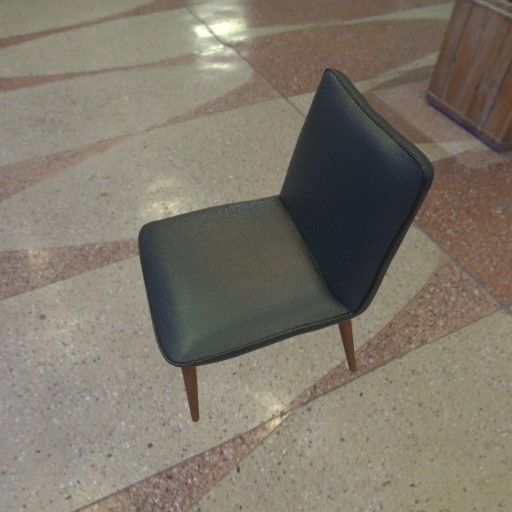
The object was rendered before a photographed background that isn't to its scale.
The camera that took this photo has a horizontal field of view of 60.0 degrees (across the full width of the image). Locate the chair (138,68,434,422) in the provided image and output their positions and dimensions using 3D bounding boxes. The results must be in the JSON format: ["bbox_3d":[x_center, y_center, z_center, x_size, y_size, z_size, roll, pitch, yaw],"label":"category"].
[{"bbox_3d":[0.000,0.000,1.235,0.645,0.801,0.543,-17,49,-15],"label":"chair"}]
